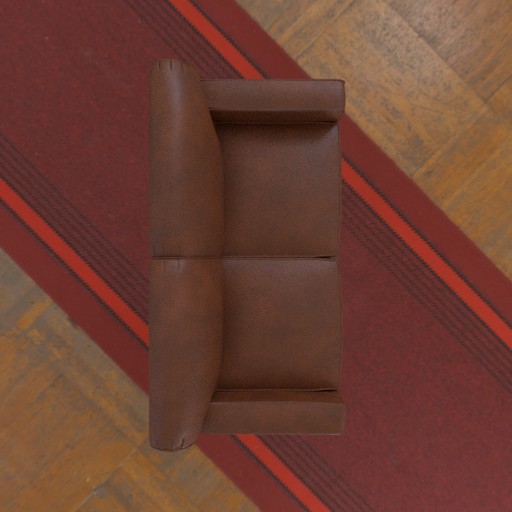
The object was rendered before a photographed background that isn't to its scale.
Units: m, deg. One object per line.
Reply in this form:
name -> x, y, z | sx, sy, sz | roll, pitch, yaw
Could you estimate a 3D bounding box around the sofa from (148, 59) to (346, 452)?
sofa -> 0.000, 0.000, 2.443 | 1.000, 0.966, 1.856 | 0, 90, 1
